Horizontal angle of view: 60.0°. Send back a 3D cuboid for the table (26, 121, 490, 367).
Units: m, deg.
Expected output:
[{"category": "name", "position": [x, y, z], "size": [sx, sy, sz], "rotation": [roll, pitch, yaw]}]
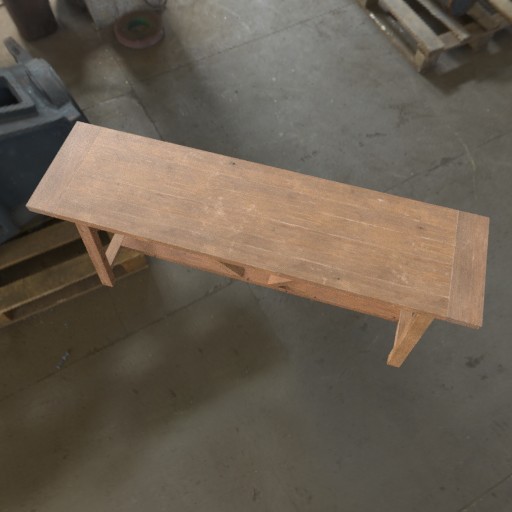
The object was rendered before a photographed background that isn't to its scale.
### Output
[{"category": "table", "position": [0.000, 0.000, 2.138], "size": [1.800, 0.810, 0.465], "rotation": [15, 65, 7]}]
